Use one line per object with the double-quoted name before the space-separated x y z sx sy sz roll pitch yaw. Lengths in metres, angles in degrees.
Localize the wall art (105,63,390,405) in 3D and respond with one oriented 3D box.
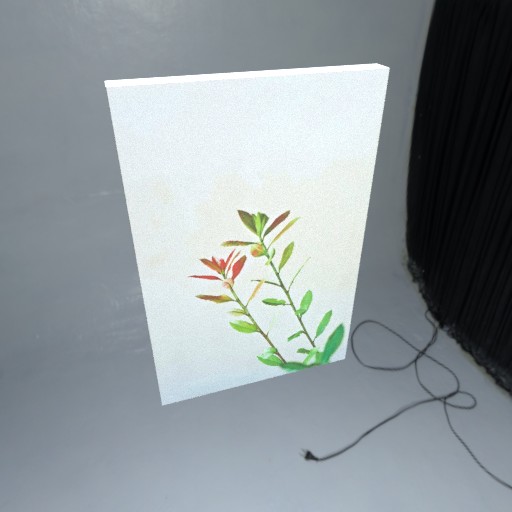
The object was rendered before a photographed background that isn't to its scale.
"wall art" 0.000 0.000 0.790 0.408 0.611 0.038 -10 34 -15
